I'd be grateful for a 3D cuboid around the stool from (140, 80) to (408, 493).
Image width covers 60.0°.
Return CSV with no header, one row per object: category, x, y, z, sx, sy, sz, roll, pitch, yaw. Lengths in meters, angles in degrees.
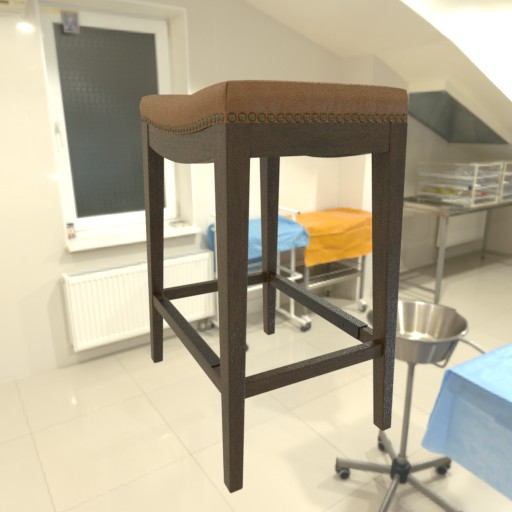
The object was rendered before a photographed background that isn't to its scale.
stool,0.000,0.000,0.940,0.361,0.660,0.500,-9,19,-26
